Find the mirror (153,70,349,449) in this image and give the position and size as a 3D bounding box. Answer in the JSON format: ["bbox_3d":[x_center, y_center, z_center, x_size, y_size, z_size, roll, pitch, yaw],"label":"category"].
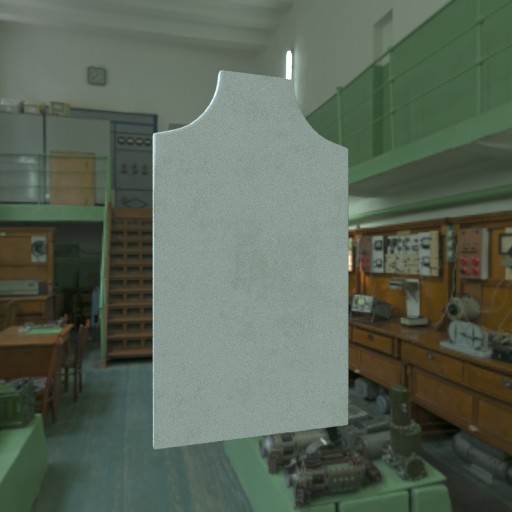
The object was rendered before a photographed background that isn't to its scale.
[{"bbox_3d":[0.000,0.000,0.889,0.403,0.717,0.022,0,0,-17],"label":"mirror"}]
